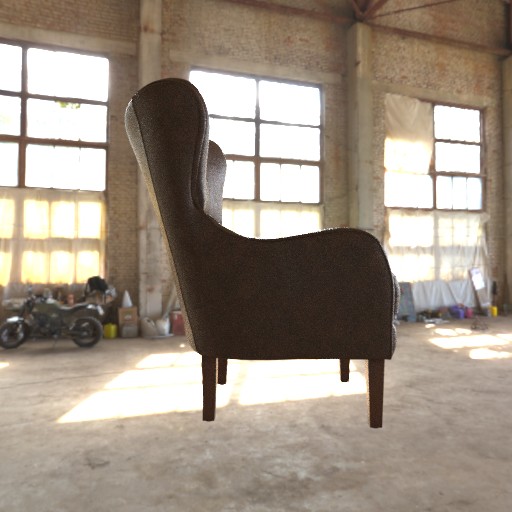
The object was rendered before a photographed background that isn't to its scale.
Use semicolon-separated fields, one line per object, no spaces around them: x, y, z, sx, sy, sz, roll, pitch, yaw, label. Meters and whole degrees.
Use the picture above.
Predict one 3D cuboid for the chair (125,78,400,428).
0.000;0.000;1.617;0.914;1.048;0.692;0;-1;1;chair
